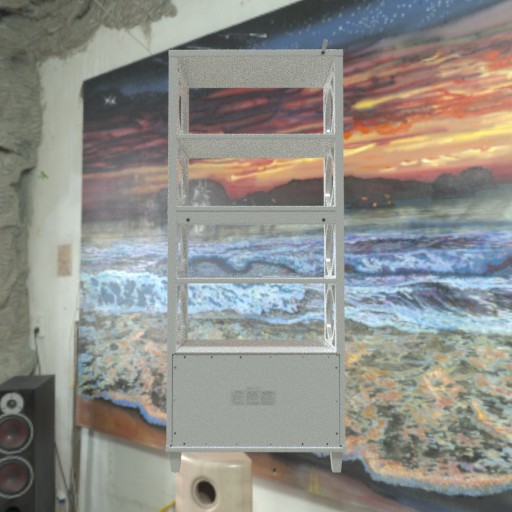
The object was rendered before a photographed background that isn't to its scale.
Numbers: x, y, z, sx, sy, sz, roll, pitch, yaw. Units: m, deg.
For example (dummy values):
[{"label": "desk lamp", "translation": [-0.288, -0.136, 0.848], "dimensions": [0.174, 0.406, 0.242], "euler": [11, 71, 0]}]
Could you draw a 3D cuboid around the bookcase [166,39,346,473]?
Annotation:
[{"label": "bookcase", "translation": [0.000, 0.000, 2.071], "dimensions": [0.761, 1.869, 0.361], "euler": [0, -2, 0]}]
